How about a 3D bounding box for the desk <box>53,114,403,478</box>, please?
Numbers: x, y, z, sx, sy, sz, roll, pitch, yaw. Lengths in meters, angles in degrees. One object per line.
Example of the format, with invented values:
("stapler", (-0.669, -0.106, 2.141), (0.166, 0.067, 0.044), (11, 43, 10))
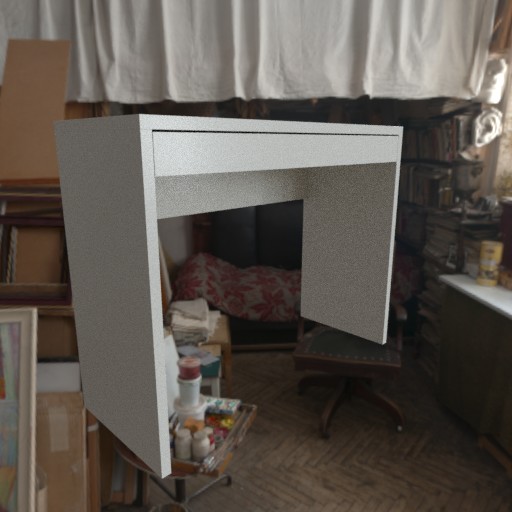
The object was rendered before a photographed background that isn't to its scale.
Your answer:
("desk", (0.000, 0.000, 1.387), (1.000, 0.790, 0.400), (-14, 20, -43))
